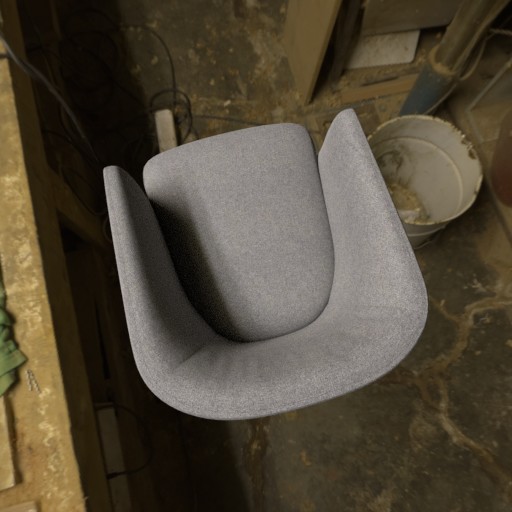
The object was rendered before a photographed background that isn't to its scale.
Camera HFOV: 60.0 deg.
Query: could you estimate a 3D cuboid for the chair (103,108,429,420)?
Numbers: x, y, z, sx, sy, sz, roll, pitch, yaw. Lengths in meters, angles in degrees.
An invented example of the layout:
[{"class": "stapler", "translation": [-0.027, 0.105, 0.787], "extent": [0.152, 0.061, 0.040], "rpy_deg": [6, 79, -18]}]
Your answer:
[{"class": "chair", "translation": [0.000, 0.000, 1.568], "extent": [0.822, 0.861, 0.986], "rpy_deg": [-15, 76, -4]}]
